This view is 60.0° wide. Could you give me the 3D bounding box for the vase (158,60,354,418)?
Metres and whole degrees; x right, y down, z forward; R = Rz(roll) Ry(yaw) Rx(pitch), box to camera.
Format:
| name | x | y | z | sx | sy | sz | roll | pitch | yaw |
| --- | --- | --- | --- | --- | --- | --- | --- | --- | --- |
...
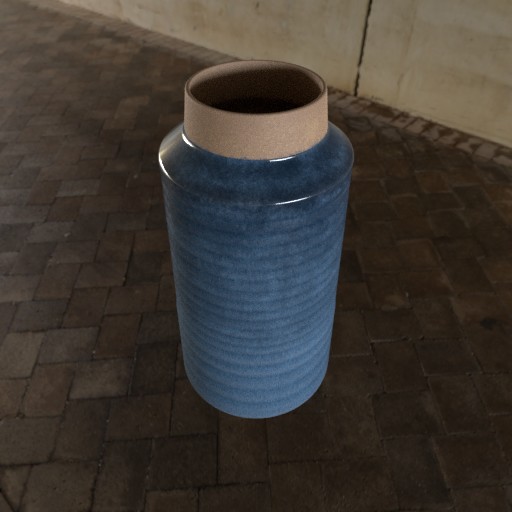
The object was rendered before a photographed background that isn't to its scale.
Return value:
| name | x | y | z | sx | sy | sz | roll | pitch | yaw |
| --- | --- | --- | --- | --- | --- | --- | --- | --- | --- |
| vase | 0.000 | 0.000 | 0.406 | 0.163 | 0.316 | 0.163 | 0 | 43 | 0 |
